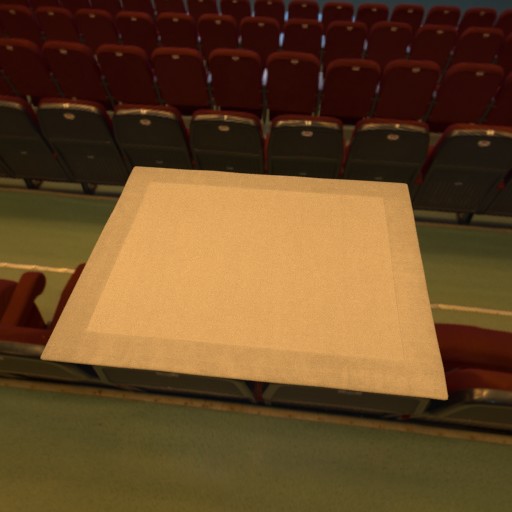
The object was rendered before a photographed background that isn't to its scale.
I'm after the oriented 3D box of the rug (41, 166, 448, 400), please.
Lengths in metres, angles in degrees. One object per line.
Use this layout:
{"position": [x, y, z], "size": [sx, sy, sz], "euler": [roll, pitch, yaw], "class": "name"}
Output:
{"position": [0.000, 0.000, 3.999], "size": [2.976, 0.018, 2.430], "euler": [4, 47, 4], "class": "rug"}
